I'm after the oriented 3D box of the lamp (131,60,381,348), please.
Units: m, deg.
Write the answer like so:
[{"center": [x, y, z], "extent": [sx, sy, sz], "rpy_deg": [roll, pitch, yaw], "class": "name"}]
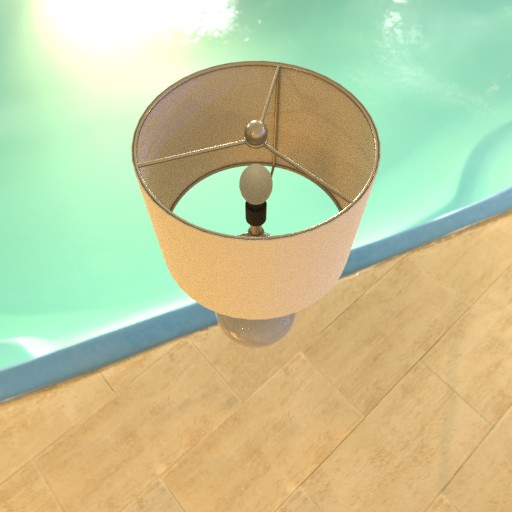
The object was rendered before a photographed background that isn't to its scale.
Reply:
[{"center": [0.000, 0.000, 0.946], "extent": [0.367, 0.730, 0.367], "rpy_deg": [-32, 64, -18], "class": "lamp"}]
